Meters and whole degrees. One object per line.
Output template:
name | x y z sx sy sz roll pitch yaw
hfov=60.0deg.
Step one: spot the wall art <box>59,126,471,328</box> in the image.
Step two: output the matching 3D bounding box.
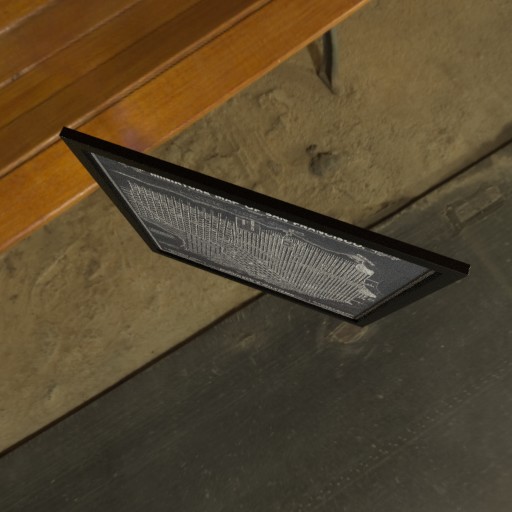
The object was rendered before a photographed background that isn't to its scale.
wall art | 0.000 0.000 0.687 0.457 0.458 0.012 20 75 5
